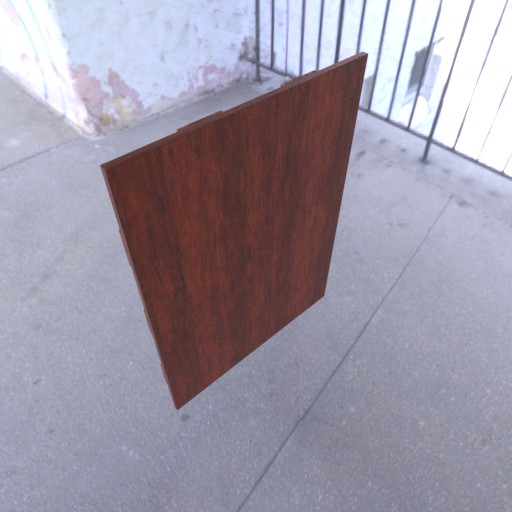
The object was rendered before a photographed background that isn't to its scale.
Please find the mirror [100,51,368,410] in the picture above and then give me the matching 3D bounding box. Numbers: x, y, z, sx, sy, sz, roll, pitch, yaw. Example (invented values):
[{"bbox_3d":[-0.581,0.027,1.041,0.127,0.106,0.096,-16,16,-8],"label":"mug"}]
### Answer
[{"bbox_3d":[0.000,0.000,1.071,0.600,0.805,0.021,-33,55,-27],"label":"mirror"}]
